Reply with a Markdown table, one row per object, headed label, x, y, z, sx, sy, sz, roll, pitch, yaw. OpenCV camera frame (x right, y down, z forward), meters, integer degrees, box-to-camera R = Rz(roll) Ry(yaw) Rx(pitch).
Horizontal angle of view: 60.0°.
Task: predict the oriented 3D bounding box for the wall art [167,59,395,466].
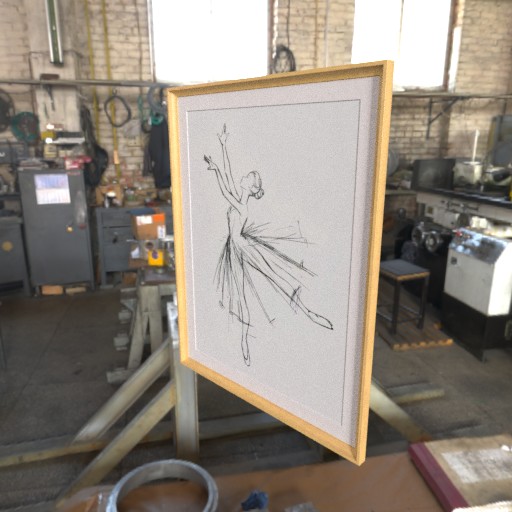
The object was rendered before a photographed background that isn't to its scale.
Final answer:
| label | x | y | z | sx | sy | sz | roll | pitch | yaw |
| --- | --- | --- | --- | --- | --- | --- | --- | --- | --- |
| wall art | 0.000 | 0.000 | 1.331 | 0.798 | 1.002 | 0.030 | 14 | 20 | 43 |
